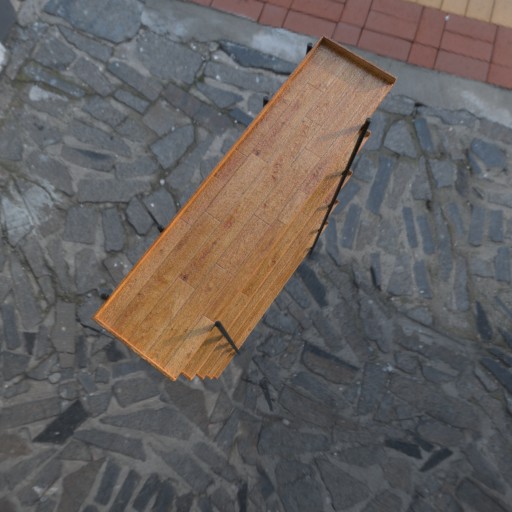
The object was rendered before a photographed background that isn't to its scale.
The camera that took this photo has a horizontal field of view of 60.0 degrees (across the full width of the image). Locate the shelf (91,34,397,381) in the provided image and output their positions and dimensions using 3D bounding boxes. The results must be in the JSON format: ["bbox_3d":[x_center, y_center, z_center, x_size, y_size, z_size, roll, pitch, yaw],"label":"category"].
[{"bbox_3d":[0.000,0.000,2.433,0.379,1.826,1.371,35,77,9],"label":"shelf"}]
